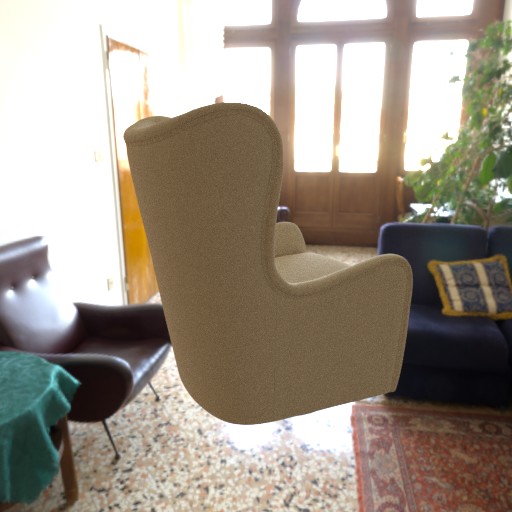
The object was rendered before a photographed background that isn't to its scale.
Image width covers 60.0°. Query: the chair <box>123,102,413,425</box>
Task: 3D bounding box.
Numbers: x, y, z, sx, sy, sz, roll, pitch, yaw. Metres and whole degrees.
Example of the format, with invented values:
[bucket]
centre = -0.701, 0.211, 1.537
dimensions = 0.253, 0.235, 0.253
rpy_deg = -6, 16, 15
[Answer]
[chair]
centre = 0.000, 0.000, 1.747
dimensions = 0.929, 1.079, 0.831
rpy_deg = -7, 16, -25
